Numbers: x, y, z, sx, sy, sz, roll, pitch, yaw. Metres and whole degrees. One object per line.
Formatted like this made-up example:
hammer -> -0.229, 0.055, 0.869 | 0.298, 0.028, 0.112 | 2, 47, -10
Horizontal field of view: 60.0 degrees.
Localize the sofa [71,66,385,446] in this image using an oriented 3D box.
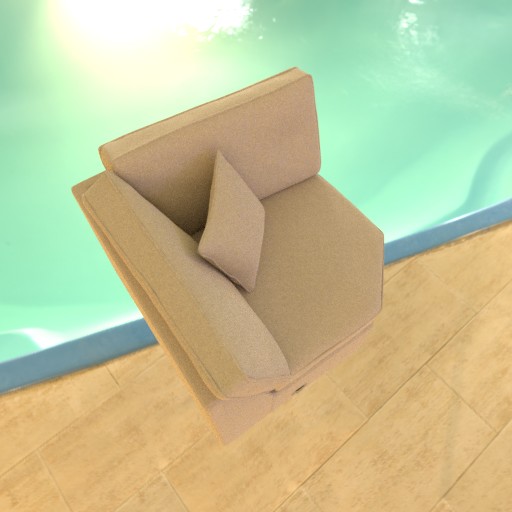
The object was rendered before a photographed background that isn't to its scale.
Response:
sofa -> 0.000, 0.000, 1.877 | 1.042, 0.937, 1.050 | -30, 63, -17
